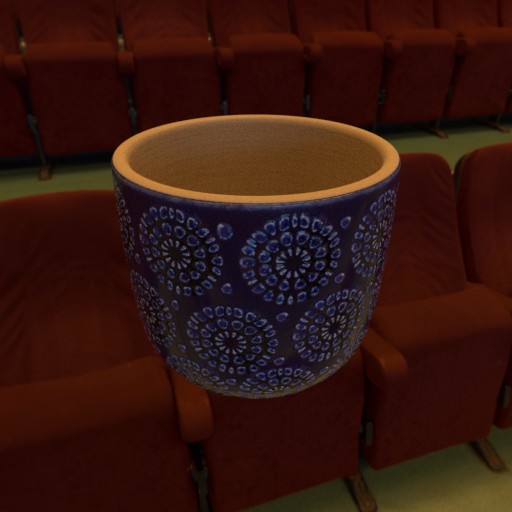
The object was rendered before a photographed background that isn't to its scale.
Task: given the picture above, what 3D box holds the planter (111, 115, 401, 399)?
[{"bbox_3d":[0.000,0.000,0.296,0.165,0.149,0.165,0,30,0],"label":"planter"}]
